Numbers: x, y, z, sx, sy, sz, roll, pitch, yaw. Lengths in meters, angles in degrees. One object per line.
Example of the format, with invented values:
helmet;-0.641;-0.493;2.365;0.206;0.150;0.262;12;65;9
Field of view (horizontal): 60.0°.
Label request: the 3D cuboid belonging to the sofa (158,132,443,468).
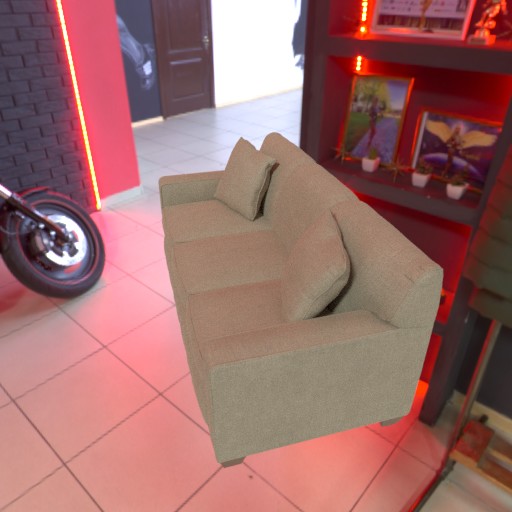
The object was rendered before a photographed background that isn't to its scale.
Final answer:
sofa;0.000;0.000;2.622;0.997;0.958;2.024;-8;32;-14
